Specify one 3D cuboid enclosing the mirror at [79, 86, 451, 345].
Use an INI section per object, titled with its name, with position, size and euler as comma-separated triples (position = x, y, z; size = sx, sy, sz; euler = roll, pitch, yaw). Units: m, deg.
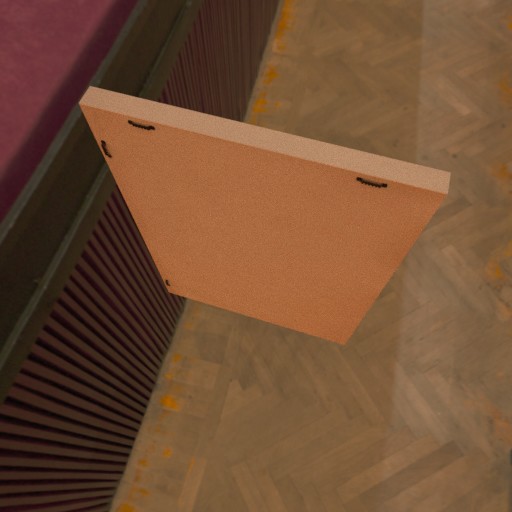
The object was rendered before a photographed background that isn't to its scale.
[mirror]
position = 0.000, 0.000, 0.906
size = 0.507, 0.710, 0.040
euler = 16, 65, 8
